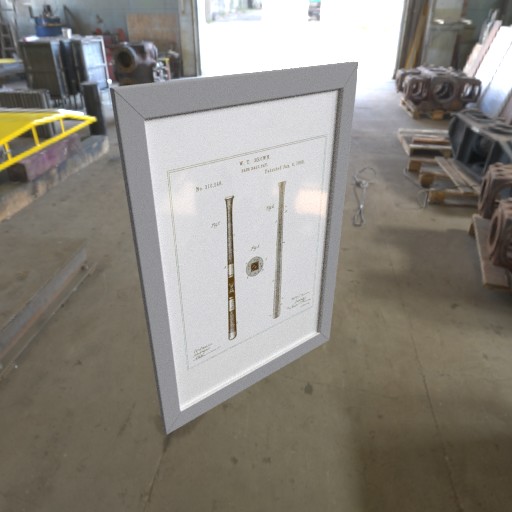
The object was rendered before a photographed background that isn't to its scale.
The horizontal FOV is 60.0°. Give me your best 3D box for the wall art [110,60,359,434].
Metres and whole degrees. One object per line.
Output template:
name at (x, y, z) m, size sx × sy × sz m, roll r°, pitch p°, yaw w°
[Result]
wall art at (0.000, 0.000, 0.684) m, size 0.374 × 0.529 × 0.012 m, roll -21°, pitch 36°, yaw -32°
